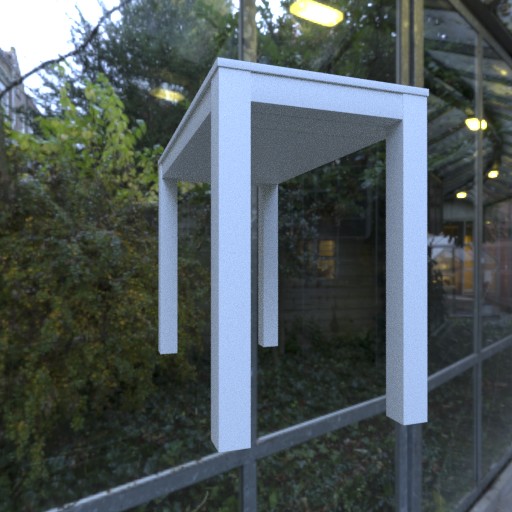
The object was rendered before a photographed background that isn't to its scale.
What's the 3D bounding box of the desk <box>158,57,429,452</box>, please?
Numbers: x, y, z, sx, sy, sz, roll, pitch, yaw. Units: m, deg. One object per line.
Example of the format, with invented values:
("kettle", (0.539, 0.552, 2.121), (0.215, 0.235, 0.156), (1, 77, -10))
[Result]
("desk", (0.000, 0.000, 1.401), (0.497, 0.762, 0.990), (0, 0, -19))
